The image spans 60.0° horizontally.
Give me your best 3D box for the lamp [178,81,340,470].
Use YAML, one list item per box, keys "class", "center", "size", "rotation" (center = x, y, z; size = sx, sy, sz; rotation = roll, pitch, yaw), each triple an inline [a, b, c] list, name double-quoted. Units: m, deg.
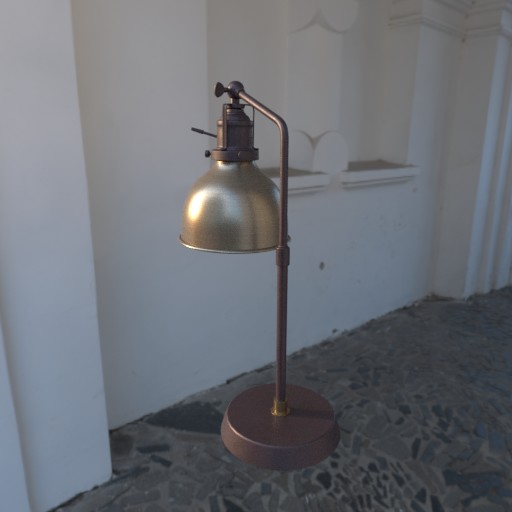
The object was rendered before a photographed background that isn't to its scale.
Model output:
- class: "lamp"
  center: [0.000, 0.000, 0.616]
  size: [0.175, 0.469, 0.298]
  rotation: [-7, 16, -26]
